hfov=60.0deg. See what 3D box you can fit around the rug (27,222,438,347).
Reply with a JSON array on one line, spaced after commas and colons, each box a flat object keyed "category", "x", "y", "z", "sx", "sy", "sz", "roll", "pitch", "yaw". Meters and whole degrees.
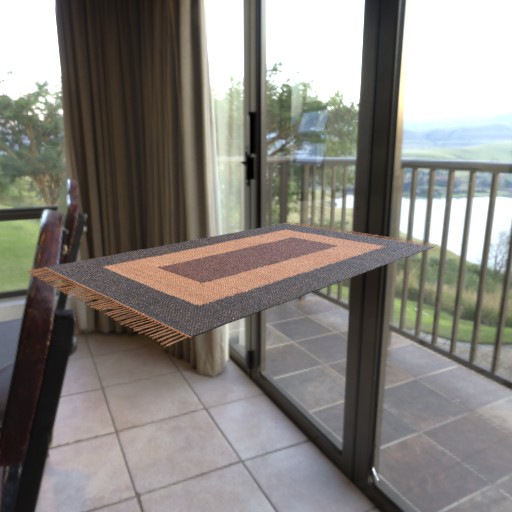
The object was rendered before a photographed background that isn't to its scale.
[{"category": "rug", "x": 0.000, "y": 0.000, "z": 1.867, "sx": 0.920, "sy": 0.013, "sz": 1.541, "roll": 13, "pitch": 19, "yaw": 43}]
